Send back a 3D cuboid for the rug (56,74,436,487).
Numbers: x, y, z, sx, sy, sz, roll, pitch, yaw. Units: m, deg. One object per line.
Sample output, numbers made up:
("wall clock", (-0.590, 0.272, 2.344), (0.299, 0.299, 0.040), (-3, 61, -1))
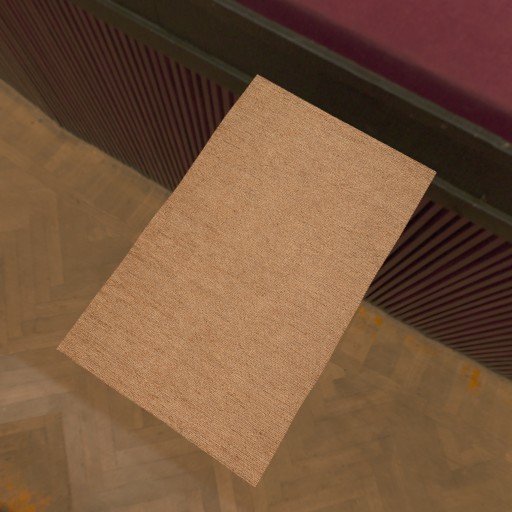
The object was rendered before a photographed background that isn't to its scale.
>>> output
("rug", (0.000, 0.000, 3.026), (1.533, 0.011, 2.439), (31, 77, 8))
